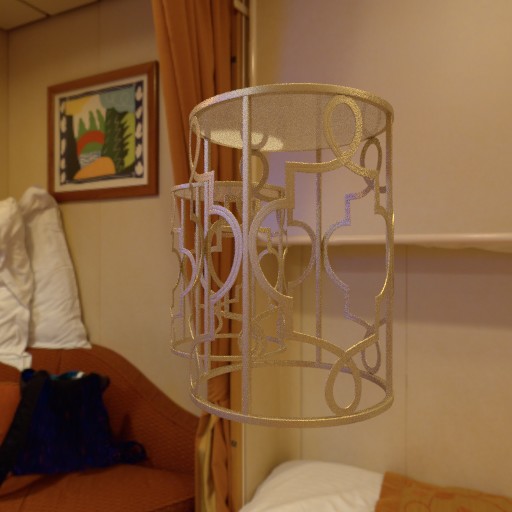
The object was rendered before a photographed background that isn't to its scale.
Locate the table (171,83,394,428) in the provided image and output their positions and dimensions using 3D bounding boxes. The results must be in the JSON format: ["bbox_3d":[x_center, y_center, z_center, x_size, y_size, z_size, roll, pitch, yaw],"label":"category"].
[{"bbox_3d":[0.000,0.000,1.136,0.420,0.564,0.846,0,0,-20],"label":"table"}]
